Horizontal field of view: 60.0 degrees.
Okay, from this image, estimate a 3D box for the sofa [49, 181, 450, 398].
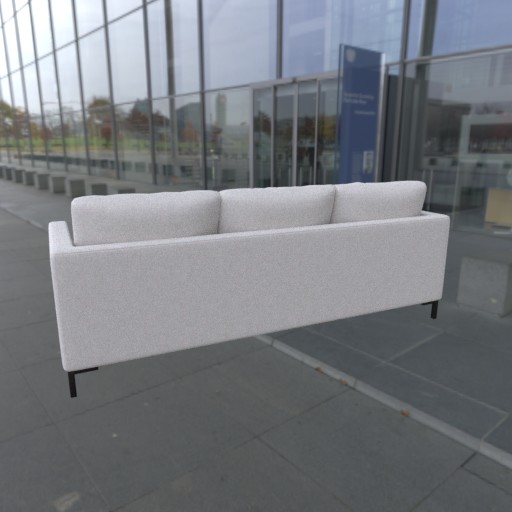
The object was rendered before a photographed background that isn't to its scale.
[{"bbox_3d":[0.000,0.000,2.654,2.218,0.874,0.859,-7,16,-24],"label":"sofa"}]
